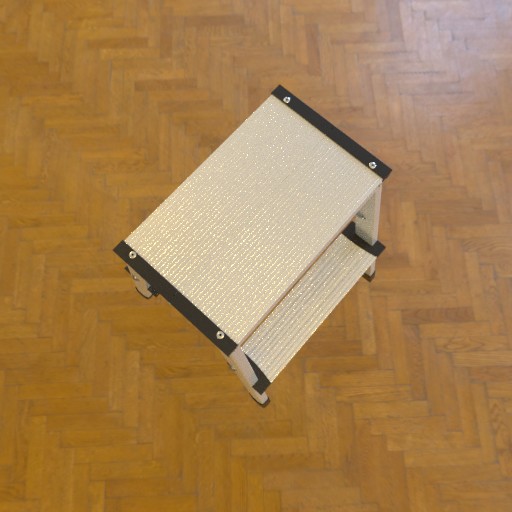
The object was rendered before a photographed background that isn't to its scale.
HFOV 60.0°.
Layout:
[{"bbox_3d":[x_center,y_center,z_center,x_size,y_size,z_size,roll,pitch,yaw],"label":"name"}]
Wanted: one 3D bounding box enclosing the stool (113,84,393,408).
[{"bbox_3d":[0.000,0.000,0.818,0.405,0.480,0.404,41,79,10],"label":"stool"}]
